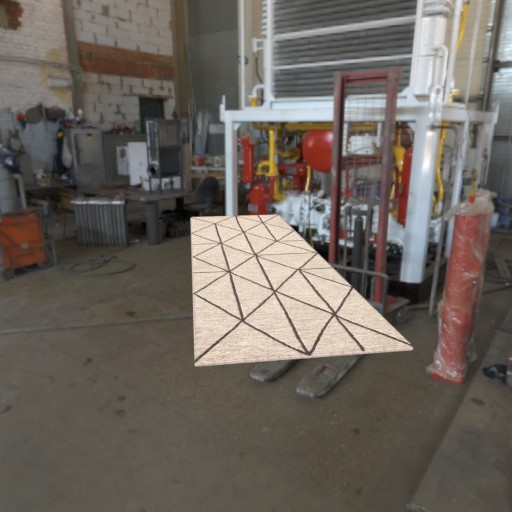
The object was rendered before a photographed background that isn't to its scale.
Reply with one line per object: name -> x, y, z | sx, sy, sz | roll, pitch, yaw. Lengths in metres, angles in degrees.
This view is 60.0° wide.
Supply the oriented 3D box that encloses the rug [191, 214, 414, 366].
rug -> 0.000, 0.000, 2.652 | 0.762, 0.012, 2.438 | -2, 17, -8
